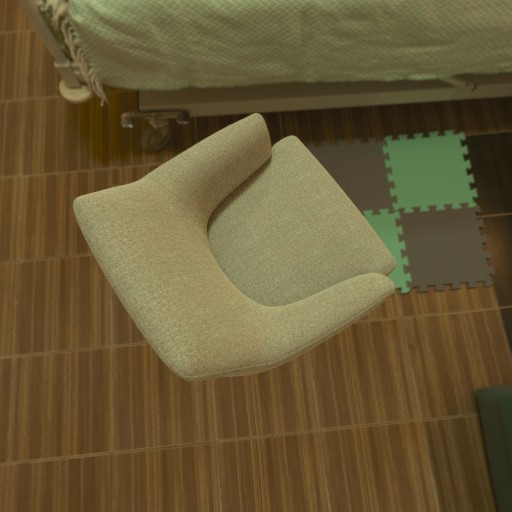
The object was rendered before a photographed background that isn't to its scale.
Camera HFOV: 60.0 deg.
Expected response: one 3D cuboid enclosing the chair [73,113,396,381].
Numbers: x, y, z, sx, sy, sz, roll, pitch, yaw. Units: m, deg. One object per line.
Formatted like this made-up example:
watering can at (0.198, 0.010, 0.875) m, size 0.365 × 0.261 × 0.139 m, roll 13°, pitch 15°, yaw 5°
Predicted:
chair at (0.000, 0.000, 1.318) m, size 0.677 × 0.874 × 0.642 m, roll -34°, pitch 77°, yaw -9°
